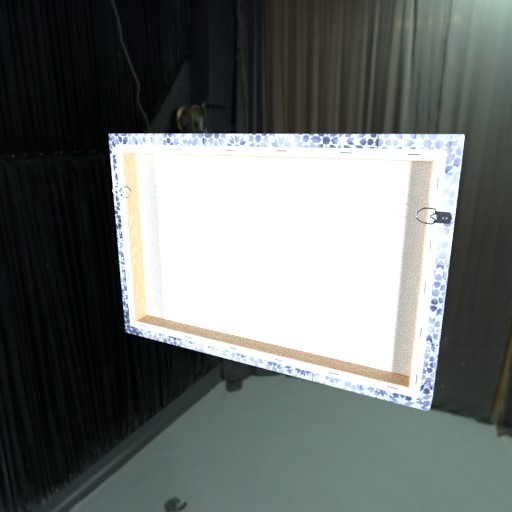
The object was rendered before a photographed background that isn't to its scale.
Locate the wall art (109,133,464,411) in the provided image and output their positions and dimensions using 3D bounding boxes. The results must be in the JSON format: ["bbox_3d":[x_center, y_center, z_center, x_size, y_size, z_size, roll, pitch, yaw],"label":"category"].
[{"bbox_3d":[0.000,0.000,1.145,0.911,0.608,0.057,8,17,26],"label":"wall art"}]
